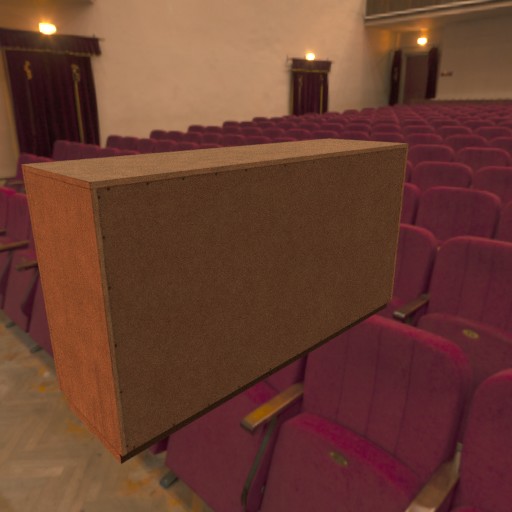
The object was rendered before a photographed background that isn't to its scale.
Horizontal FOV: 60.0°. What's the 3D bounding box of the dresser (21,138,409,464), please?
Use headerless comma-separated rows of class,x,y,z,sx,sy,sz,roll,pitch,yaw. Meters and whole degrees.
dresser,0.000,0.000,1.934,1.628,0.889,0.483,-18,26,-42
